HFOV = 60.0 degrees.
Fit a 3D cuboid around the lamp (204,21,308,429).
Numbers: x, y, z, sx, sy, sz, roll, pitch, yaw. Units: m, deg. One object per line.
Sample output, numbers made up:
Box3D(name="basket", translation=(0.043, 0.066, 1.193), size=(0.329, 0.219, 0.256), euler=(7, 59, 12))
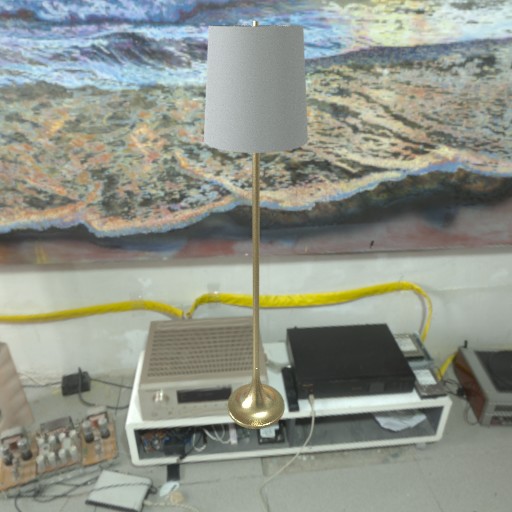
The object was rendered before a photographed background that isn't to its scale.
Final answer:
Box3D(name="lamp", translation=(0.000, 0.000, 1.648), size=(0.337, 1.543, 0.337), euler=(0, 28, 0))
